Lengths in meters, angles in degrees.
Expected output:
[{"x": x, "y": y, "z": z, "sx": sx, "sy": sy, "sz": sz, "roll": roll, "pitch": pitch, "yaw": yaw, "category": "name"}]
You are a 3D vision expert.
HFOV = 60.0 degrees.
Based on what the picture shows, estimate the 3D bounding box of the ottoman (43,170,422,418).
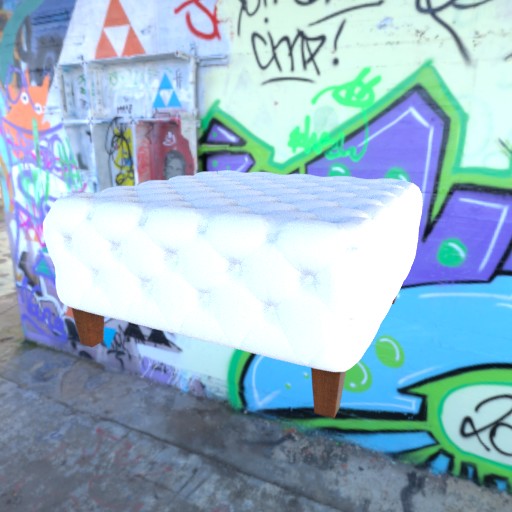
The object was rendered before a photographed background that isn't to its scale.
[{"x": 0.000, "y": 0.000, "z": 1.197, "sx": 0.753, "sy": 0.376, "sz": 0.755, "roll": 8, "pitch": 18, "yaw": 25, "category": "ottoman"}]
